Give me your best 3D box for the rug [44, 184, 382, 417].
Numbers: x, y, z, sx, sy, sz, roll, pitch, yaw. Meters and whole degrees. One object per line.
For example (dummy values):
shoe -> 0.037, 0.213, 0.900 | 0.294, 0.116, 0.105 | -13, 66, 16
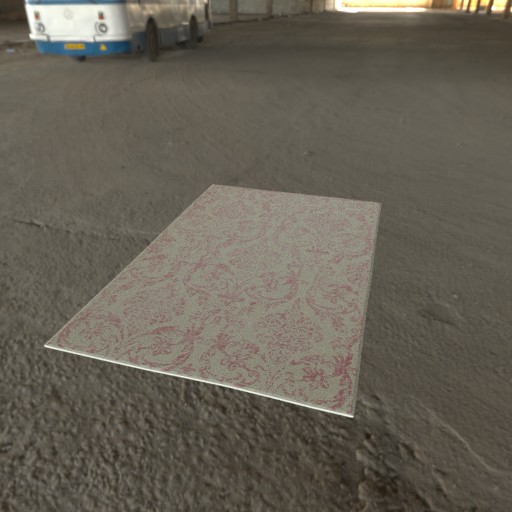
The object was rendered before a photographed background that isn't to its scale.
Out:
rug -> 0.000, 0.000, 3.544 | 1.819, 0.018, 2.746 | 9, 31, 14
